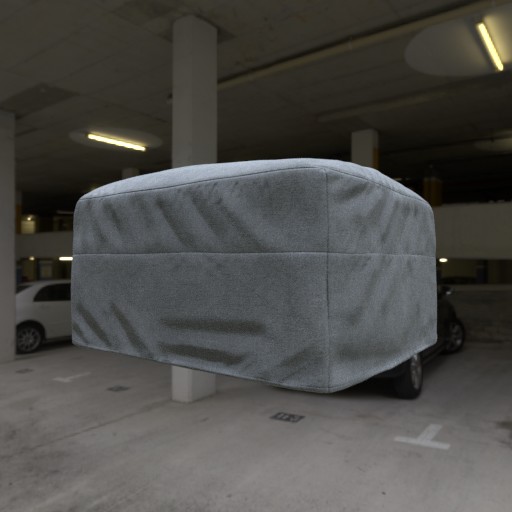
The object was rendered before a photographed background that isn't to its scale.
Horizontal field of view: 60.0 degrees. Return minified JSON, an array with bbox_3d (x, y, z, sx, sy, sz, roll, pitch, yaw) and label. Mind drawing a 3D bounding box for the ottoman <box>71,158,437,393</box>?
[{"bbox_3d":[0.000,0.000,1.241,0.837,0.481,0.683,0,0,36],"label":"ottoman"}]
